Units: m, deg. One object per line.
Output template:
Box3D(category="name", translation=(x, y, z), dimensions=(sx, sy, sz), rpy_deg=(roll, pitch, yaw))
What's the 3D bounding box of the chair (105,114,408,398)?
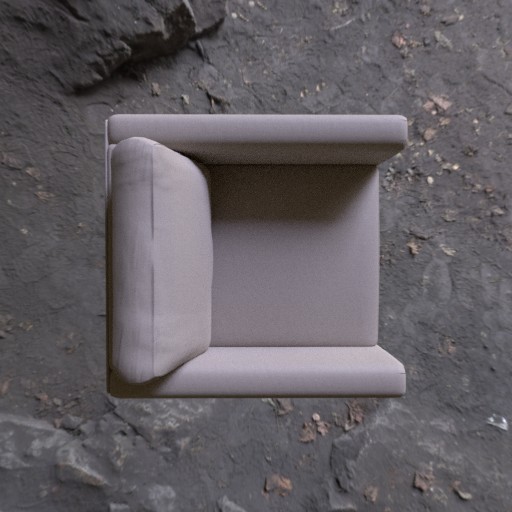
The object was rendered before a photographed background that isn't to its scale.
Box3D(category="chair", translation=(0.000, 0.000, 1.634), dimensions=(0.959, 0.838, 0.914), rpy_deg=(0, 91, 0))
